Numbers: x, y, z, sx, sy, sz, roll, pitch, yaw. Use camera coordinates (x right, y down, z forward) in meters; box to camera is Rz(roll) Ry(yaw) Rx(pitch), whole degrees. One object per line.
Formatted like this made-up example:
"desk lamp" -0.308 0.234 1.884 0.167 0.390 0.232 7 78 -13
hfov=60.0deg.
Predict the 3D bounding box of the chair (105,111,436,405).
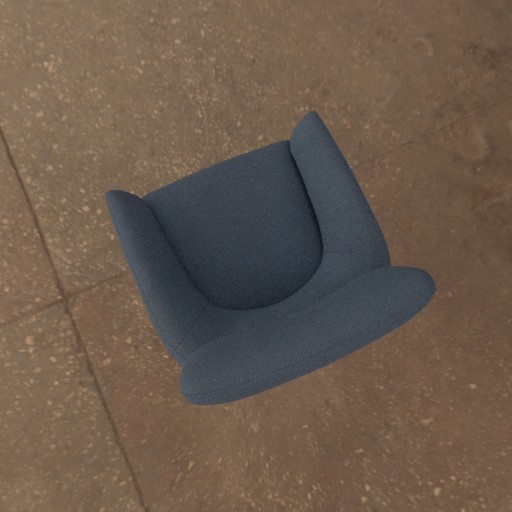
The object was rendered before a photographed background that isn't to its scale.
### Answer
"chair" 0.000 0.000 1.416 0.738 0.813 0.761 -23 76 -6
